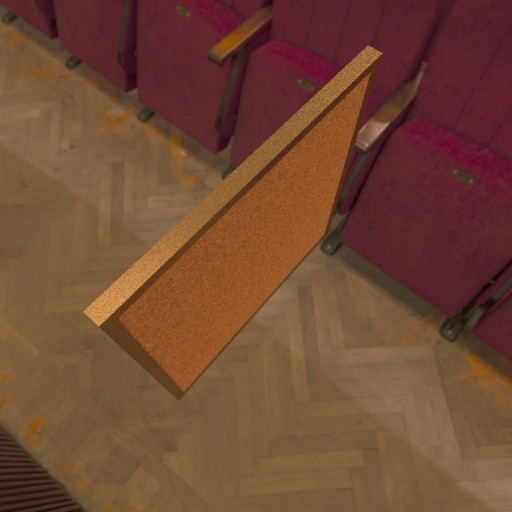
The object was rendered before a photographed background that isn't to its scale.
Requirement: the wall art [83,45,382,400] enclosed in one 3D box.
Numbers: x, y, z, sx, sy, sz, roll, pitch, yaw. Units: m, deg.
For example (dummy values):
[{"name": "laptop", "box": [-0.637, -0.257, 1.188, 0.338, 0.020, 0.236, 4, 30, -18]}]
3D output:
[{"name": "wall art", "box": [0.000, 0.000, 1.138, 0.036, 0.765, 0.767, 37, 70, 16]}]
